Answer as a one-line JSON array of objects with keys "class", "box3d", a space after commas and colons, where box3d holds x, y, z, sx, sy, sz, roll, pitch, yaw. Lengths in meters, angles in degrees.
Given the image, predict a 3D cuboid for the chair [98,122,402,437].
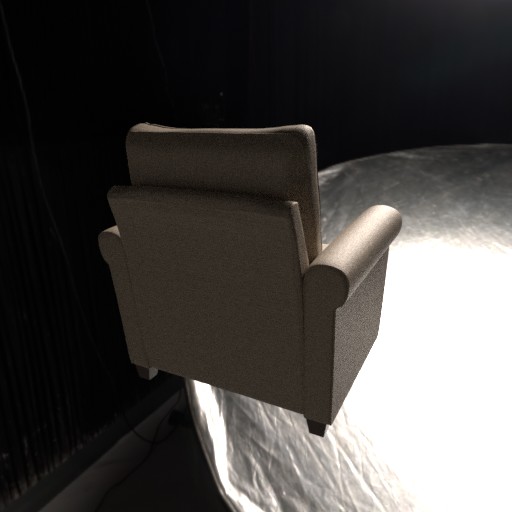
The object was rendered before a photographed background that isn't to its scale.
[{"class": "chair", "box3d": [0.000, 0.000, 2.337, 1.275, 1.349, 1.180, 9, 20, 26]}]
